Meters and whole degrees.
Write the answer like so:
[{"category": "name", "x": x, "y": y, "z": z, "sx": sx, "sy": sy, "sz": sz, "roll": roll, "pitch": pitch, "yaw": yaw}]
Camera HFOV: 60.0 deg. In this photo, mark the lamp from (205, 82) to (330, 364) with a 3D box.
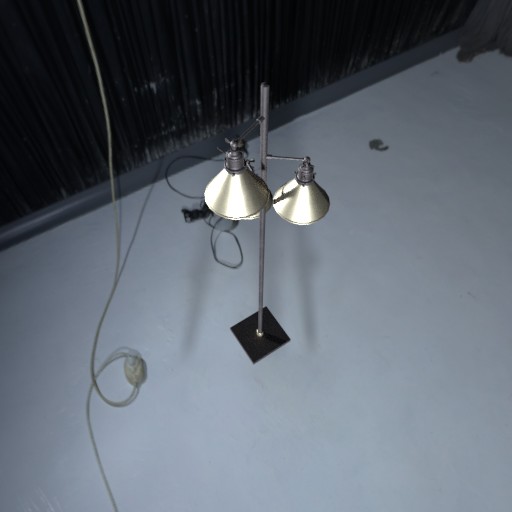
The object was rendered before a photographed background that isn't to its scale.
[{"category": "lamp", "x": 0.000, "y": 0.000, "z": 1.880, "sx": 0.428, "sy": 1.716, "sz": 0.415, "roll": -29, "pitch": 63, "yaw": -17}]
